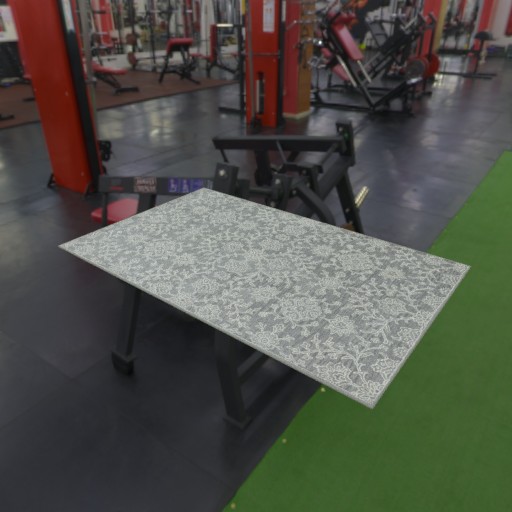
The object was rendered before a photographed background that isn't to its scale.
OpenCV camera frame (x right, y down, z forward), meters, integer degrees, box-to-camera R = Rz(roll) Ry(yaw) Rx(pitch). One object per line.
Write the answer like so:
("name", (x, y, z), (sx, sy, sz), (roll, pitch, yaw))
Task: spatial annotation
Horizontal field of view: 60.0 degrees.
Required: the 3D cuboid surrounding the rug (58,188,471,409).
("rug", (0.000, 0.000, 3.060), (2.430, 0.010, 1.515), (21, 35, 32))
